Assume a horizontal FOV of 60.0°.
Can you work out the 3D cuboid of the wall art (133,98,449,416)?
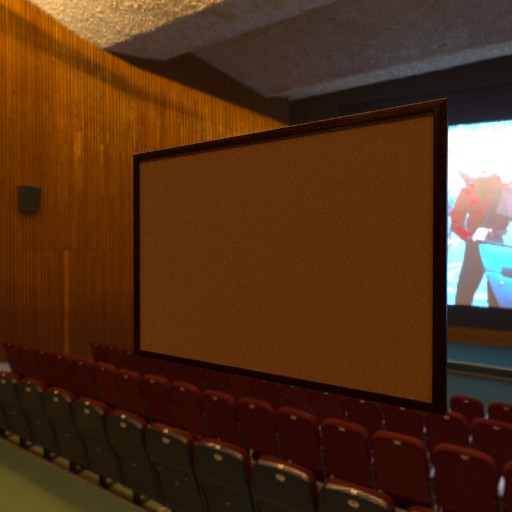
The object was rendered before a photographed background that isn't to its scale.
[{"bbox_3d":[0.000,0.000,1.013,0.816,0.559,0.014,0,1,34],"label":"wall art"}]
